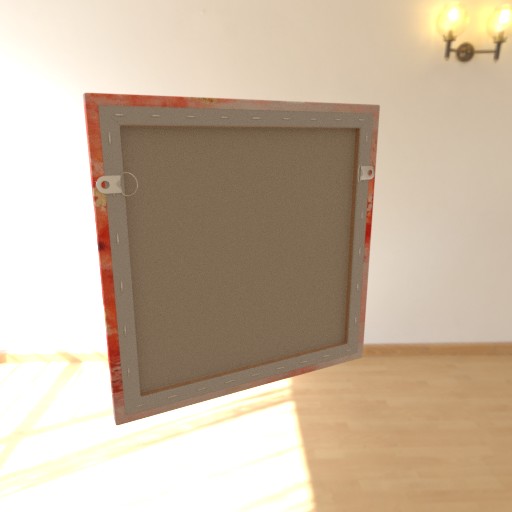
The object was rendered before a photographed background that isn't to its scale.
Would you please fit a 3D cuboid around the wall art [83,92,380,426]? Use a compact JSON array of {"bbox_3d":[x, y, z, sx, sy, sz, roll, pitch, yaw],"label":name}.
[{"bbox_3d":[0.000,0.000,1.315,0.878,0.878,0.066,-8,17,-26],"label":"wall art"}]
